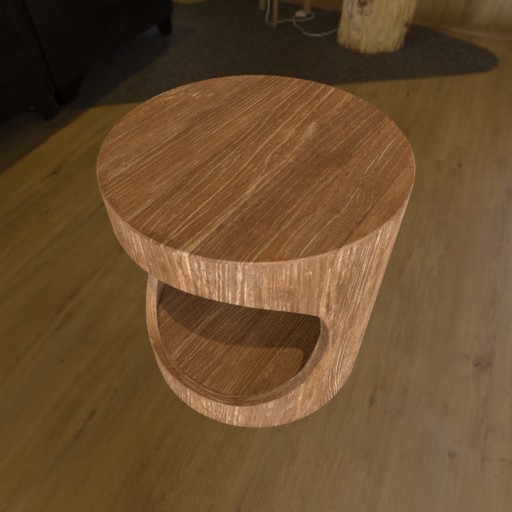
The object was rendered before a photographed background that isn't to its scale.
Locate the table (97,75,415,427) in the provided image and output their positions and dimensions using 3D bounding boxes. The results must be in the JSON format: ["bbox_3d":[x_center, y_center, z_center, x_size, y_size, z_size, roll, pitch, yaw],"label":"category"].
[{"bbox_3d":[0.000,0.000,0.956,0.527,0.551,0.527,0,48,0],"label":"table"}]
